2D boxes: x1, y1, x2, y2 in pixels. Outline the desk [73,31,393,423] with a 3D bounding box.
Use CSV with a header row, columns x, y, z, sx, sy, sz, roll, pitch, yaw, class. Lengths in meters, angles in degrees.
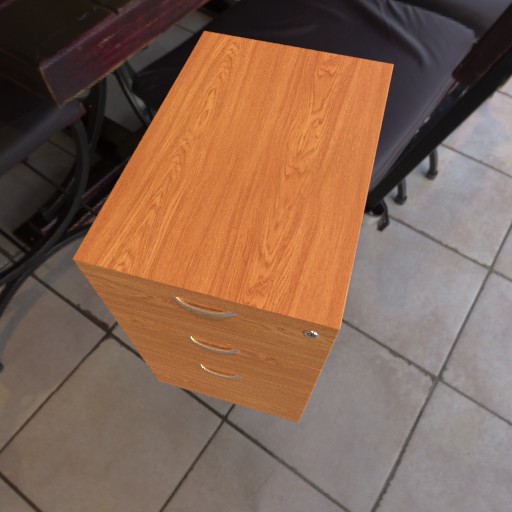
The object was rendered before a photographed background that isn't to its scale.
x,y,z,sx,sy,sz,roll,pitch,yaw,class
0.000,0.000,1.087,0.404,0.730,0.600,14,60,8,desk
